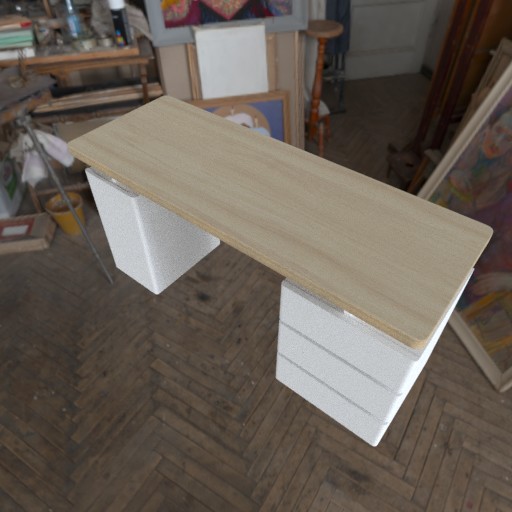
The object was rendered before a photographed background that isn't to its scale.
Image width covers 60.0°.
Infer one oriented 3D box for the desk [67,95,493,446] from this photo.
[{"bbox_3d":[0.000,0.000,1.846,1.500,0.755,0.550,29,52,26],"label":"desk"}]
